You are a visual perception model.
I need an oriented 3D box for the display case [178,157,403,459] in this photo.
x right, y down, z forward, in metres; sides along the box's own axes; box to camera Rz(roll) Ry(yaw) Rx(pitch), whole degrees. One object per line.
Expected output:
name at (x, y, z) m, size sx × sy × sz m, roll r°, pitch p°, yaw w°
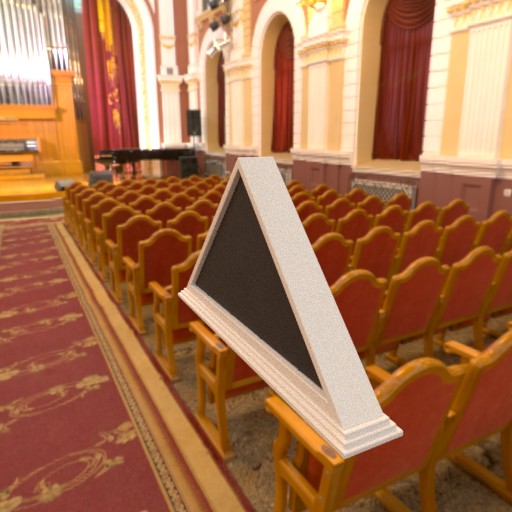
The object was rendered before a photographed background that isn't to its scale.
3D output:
display case at (0.000, 0.000, 0.781) m, size 0.095 × 0.340 × 0.640 m, roll -8°, pitch 17°, yaw -26°
